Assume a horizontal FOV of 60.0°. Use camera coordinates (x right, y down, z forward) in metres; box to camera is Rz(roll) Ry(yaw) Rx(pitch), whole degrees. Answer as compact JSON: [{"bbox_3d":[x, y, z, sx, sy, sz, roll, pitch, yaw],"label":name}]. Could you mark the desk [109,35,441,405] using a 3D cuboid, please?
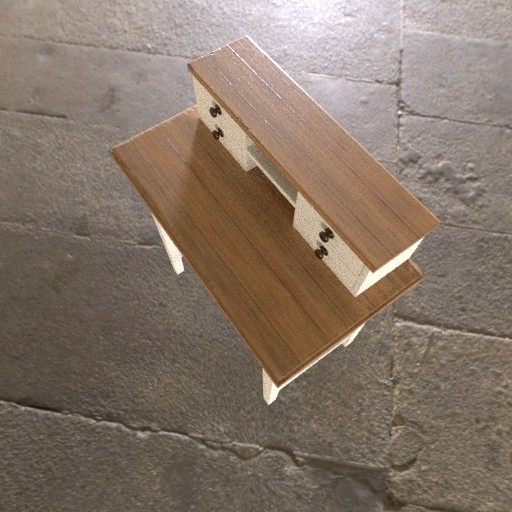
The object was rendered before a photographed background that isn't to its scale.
[{"bbox_3d":[0.000,0.000,1.448,0.462,0.981,0.814,-33,68,-15],"label":"desk"}]
